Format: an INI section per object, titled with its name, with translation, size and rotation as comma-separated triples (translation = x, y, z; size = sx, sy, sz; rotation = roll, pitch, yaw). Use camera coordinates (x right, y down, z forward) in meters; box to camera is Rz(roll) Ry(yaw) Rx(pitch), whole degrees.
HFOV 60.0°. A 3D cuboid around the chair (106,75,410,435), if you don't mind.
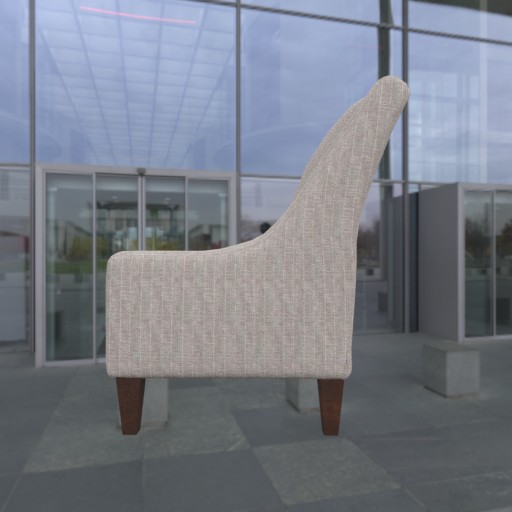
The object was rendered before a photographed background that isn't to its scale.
[chair]
translation = 0.000, 0.000, 1.603
size = 0.870, 1.014, 0.774
rotation = 0, 0, 0
